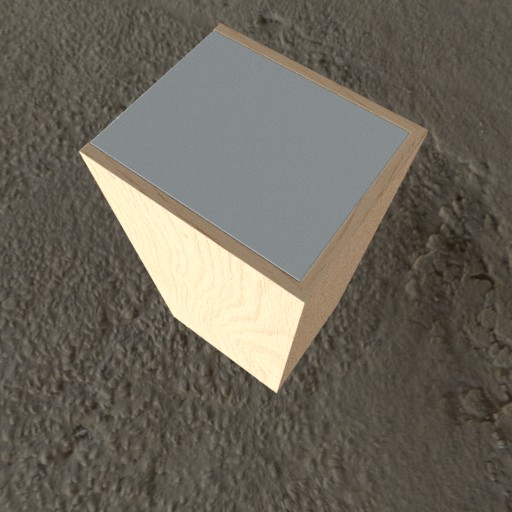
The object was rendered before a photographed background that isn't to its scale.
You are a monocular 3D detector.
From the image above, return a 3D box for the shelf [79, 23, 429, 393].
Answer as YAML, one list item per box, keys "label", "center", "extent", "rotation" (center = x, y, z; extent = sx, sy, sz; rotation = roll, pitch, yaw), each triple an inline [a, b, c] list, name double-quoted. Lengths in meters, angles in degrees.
- label: "shelf"
  center: [0.000, 0.000, 0.753]
  extent: [0.290, 0.600, 0.250]
  rotation: [34, 70, 14]
